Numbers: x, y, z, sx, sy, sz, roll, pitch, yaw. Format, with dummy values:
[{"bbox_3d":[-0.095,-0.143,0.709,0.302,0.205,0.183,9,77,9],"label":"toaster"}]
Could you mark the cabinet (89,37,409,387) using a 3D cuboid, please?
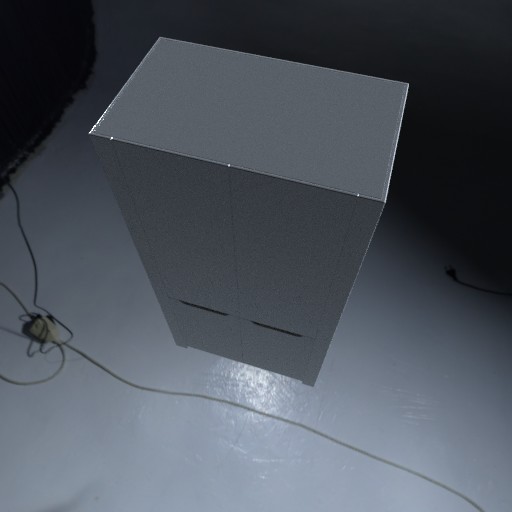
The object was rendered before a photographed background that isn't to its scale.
[{"bbox_3d":[0.000,0.000,2.347,0.980,1.920,0.580,15,59,9],"label":"cabinet"}]
